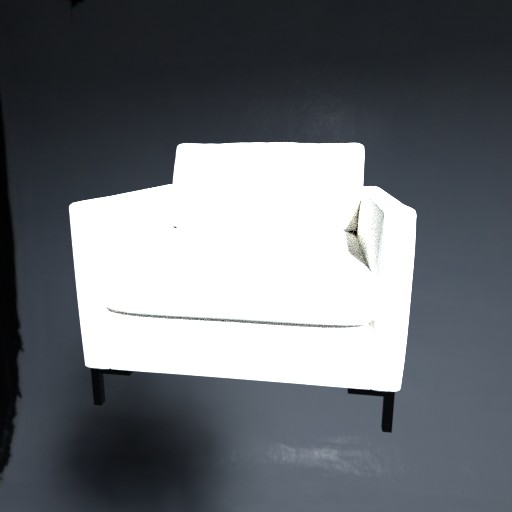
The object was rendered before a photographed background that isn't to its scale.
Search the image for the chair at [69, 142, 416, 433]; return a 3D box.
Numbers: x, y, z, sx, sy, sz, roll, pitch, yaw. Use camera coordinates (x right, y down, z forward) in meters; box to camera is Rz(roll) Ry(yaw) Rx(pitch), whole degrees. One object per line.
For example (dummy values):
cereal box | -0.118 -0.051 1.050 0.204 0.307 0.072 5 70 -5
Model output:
chair | 0.000 0.000 1.600 0.964 0.806 0.875 2 13 9
